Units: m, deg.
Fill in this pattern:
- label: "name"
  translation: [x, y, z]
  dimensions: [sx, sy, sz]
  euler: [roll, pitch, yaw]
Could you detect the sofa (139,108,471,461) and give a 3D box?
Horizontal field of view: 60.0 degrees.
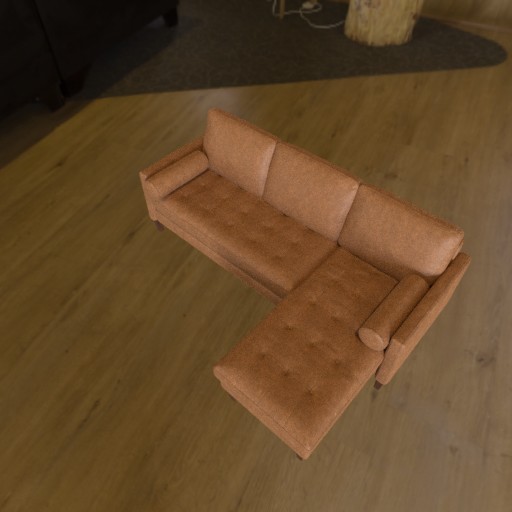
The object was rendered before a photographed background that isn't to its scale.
- label: "sofa"
  translation: [0.000, 0.000, 2.907]
  dimensions: [2.178, 0.876, 1.506]
  euler: [34, 57, 26]
